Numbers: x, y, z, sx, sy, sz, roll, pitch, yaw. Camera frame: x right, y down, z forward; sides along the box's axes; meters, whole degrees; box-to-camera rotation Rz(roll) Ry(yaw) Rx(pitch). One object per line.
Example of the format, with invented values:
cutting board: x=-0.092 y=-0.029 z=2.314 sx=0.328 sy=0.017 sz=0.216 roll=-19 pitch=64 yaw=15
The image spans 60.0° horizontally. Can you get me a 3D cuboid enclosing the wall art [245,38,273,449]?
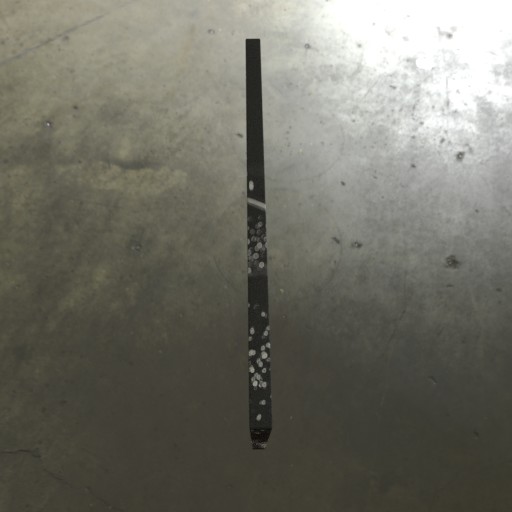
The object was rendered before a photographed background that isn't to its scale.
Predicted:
wall art: x=0.000 y=0.000 z=1.178 sx=0.038 sy=0.609 sz=0.914 roll=-1 pitch=64 yaw=0
